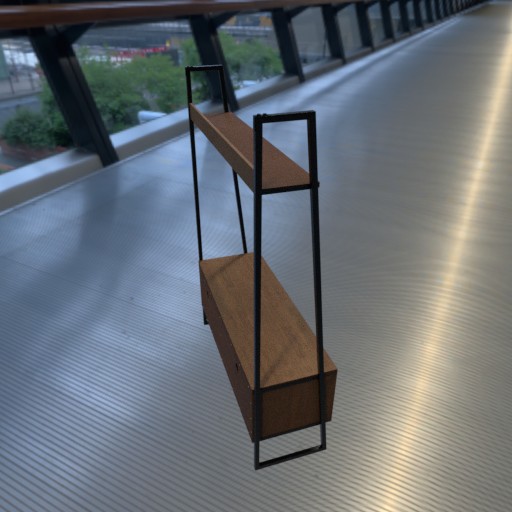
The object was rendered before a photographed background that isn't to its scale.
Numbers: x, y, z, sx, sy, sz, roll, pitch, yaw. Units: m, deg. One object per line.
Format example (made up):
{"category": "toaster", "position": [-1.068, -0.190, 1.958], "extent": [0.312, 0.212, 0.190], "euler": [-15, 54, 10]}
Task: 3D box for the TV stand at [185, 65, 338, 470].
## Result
{"category": "TV stand", "position": [0.000, 0.000, 2.390], "extent": [0.432, 1.772, 1.250], "euler": [-9, 31, -15]}
